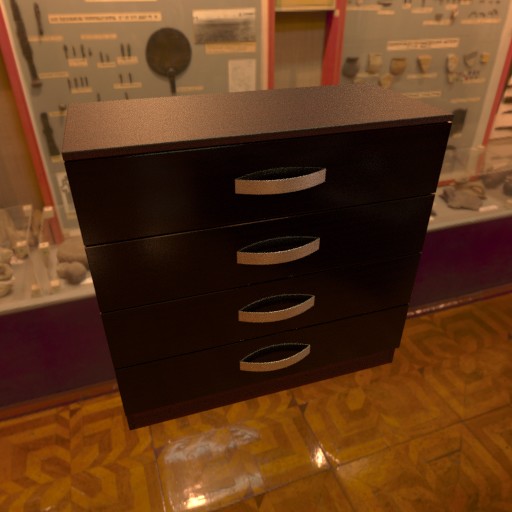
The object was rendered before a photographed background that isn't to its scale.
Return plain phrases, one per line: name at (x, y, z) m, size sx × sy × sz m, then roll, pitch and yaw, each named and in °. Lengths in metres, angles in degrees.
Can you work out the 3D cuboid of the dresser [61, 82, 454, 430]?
dresser at (0.000, 0.000, 1.118) m, size 0.750 × 0.720 × 0.360 m, roll -10°, pitch 34°, yaw -15°
